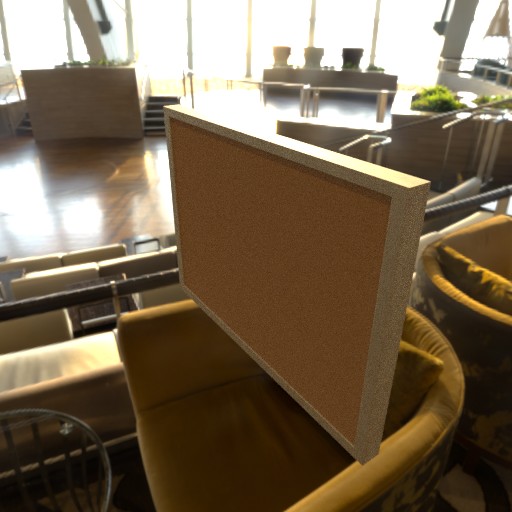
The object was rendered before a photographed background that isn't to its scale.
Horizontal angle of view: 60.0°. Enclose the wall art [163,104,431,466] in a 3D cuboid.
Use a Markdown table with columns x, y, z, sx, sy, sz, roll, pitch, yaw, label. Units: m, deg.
| x | y | z | sx | sy | sz | roll | pitch | yaw | label |
| --- | --- | --- | --- | --- | --- | --- | --- | --- | --- |
| 0.000 | 0.000 | 0.691 | 0.032 | 0.380 | 0.532 | -18 | 33 | -30 | wall art |
